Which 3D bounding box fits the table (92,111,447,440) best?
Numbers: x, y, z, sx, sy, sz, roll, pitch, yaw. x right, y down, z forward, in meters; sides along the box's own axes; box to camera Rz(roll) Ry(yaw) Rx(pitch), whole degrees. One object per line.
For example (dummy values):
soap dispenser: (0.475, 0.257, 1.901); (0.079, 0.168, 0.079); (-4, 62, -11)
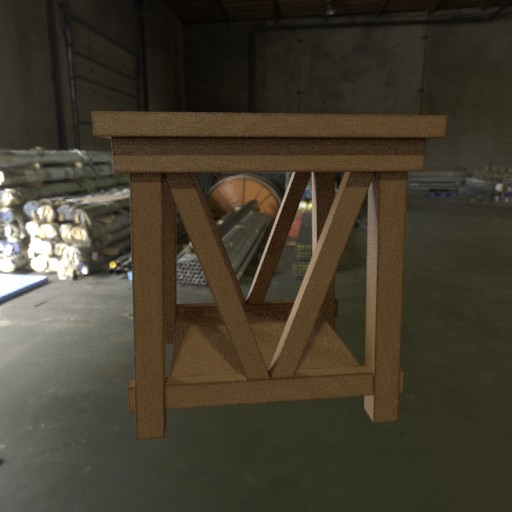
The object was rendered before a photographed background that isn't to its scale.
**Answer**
table: (0.000, 0.000, 1.120); (0.612, 0.638, 0.610); (-2, 13, -7)
